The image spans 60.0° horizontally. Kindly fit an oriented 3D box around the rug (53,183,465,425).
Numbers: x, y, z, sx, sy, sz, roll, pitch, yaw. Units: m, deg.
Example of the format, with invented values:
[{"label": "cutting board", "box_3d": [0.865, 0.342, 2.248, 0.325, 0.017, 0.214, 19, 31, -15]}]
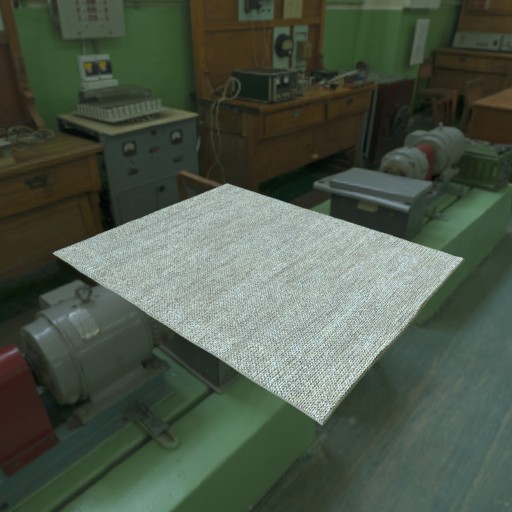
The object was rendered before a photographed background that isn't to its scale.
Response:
[{"label": "rug", "box_3d": [0.000, 0.000, 4.170, 3.052, 0.030, 2.429, 23, 37, 34]}]
